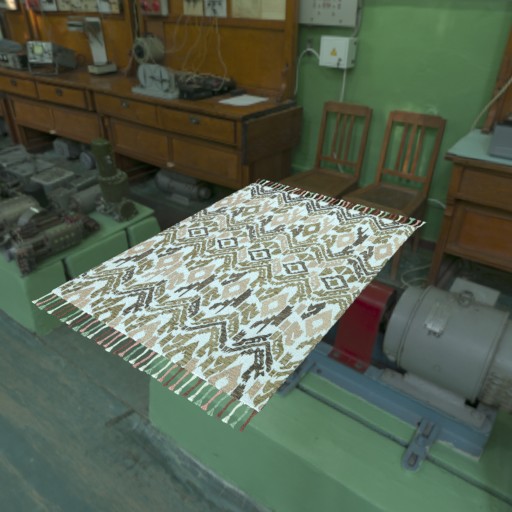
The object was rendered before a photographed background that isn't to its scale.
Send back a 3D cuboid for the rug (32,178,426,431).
[{"bbox_3d":[0.000,0.000,2.330,1.219,0.008,1.829,20,37,30],"label":"rug"}]
